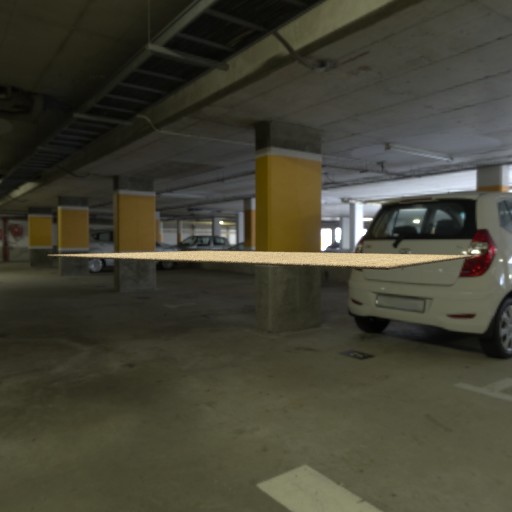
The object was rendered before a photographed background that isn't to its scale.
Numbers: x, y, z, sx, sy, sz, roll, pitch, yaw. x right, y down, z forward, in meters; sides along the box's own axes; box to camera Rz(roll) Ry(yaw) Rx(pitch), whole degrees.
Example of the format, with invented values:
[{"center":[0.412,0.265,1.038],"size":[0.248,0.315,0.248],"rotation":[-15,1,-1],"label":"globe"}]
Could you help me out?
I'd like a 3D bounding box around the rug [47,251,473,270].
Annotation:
[{"center":[0.000,0.000,2.861],"size":[2.283,0.013,1.547],"rotation":[1,2,36],"label":"rug"}]
